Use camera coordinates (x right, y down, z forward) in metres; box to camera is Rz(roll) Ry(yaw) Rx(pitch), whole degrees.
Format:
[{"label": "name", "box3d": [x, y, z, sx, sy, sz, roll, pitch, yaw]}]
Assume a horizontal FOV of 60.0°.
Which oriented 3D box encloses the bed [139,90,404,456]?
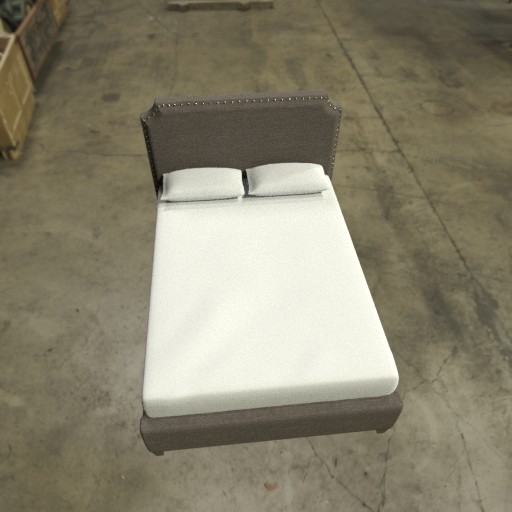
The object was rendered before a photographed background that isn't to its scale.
[{"label": "bed", "box3d": [0.000, 0.000, 3.404, 1.713, 1.457, 2.381, -4, 47, -4]}]
